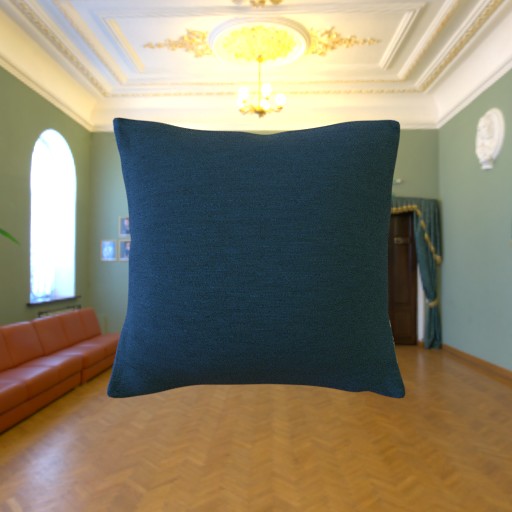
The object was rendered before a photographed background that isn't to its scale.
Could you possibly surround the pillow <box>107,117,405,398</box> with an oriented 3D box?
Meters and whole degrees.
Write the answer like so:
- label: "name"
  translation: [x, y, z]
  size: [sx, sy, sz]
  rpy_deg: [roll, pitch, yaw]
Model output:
- label: "pillow"
  translation: [0.000, 0.000, 0.663]
  size: [0.440, 0.420, 0.145]
  rpy_deg: [0, -2, 0]
